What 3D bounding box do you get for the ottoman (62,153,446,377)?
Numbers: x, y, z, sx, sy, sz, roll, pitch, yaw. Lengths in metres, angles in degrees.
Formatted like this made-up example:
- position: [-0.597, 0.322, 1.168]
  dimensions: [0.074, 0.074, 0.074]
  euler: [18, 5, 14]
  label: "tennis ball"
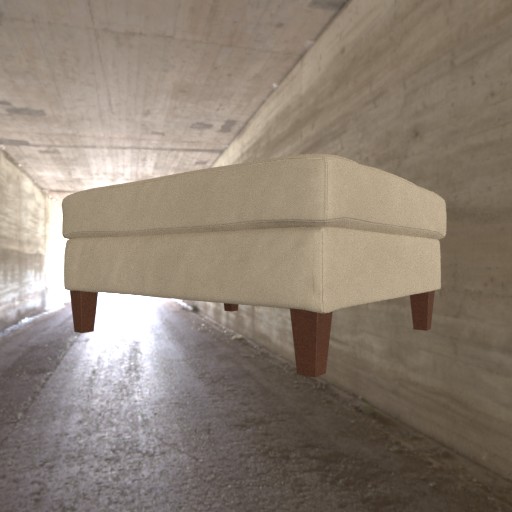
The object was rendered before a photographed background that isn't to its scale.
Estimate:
- position: [0.000, 0.000, 1.465]
  dimensions: [1.002, 0.492, 0.836]
  euler: [0, 0, 38]
  label: "ottoman"
